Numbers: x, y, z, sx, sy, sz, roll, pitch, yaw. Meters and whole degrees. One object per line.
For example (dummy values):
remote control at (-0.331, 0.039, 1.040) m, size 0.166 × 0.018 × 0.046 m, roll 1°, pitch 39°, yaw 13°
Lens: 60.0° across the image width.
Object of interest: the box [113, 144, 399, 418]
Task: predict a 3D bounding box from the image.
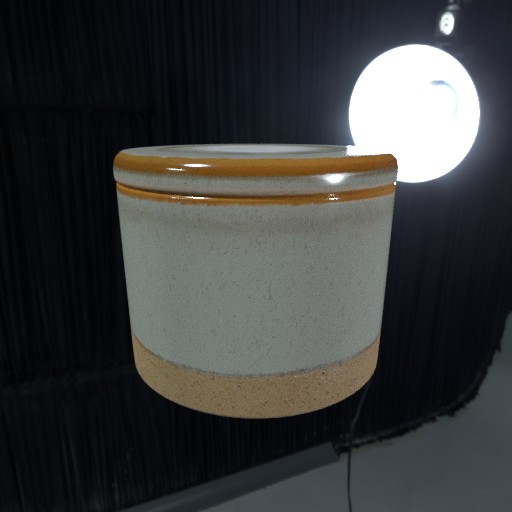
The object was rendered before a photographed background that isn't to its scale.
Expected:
box at (0.000, 0.000, 0.212) m, size 0.123 × 0.100 × 0.123 m, roll 0°, pitch 16°, yaw 0°
